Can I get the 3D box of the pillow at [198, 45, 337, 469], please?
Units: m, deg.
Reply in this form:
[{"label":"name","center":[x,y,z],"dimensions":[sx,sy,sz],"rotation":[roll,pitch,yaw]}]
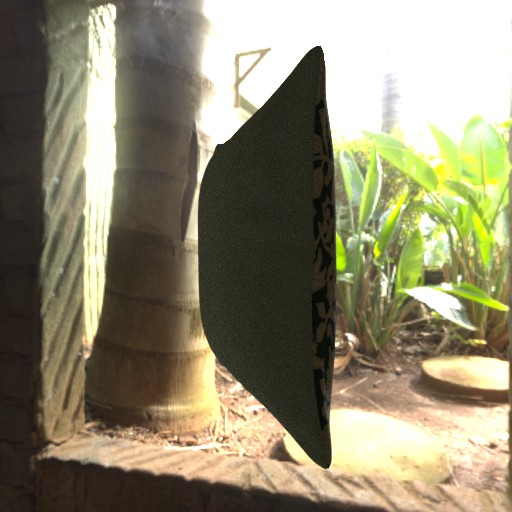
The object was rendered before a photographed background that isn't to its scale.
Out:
[{"label":"pillow","center":[0.000,0.000,0.773],"dimensions":[0.166,0.508,0.525],"rotation":[0,0,-18]}]
